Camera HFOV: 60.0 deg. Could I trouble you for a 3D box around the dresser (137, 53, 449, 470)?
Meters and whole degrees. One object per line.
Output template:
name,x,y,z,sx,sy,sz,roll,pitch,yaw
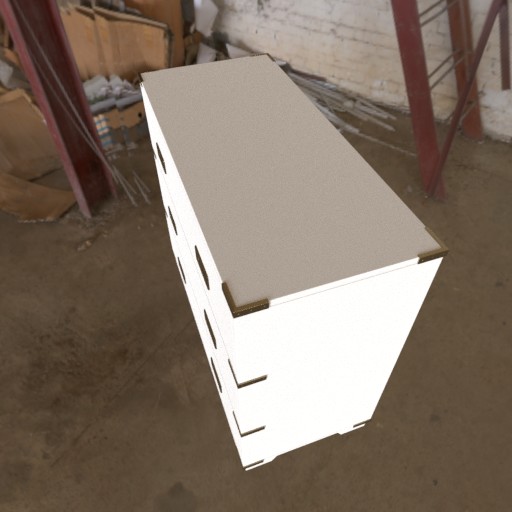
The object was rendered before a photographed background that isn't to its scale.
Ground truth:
dresser,0.000,0.000,1.494,0.460,0.891,1.022,-15,48,-13
